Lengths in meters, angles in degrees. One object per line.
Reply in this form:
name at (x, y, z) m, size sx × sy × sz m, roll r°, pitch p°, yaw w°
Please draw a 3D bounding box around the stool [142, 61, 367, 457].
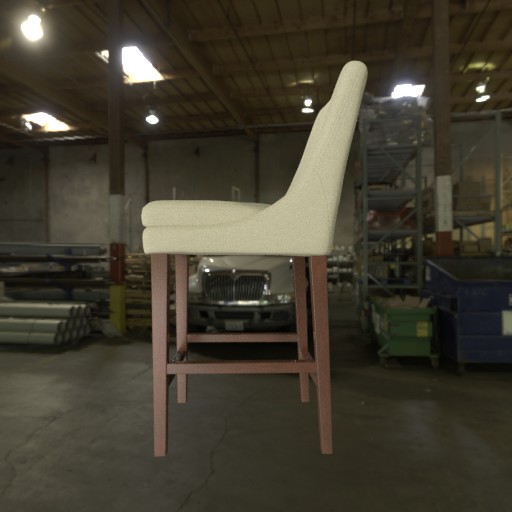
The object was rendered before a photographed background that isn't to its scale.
stool at (0.000, 0.000, 1.298) m, size 0.577 × 0.981 × 0.470 m, roll 0°, pitch 0°, yaw -2°
